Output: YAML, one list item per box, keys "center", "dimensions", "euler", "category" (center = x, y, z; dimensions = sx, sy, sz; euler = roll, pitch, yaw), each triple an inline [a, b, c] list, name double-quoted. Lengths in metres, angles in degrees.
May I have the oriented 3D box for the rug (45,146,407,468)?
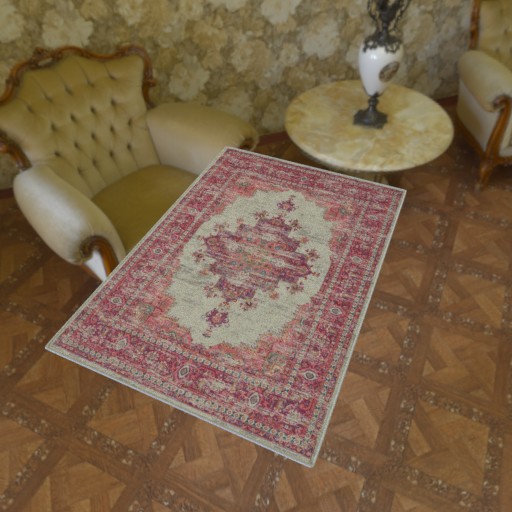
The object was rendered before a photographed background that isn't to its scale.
- center: [0.000, 0.000, 3.765]
  dimensions: [2.005, 0.014, 2.878]
  euler: [18, 48, 16]
  category: "rug"
